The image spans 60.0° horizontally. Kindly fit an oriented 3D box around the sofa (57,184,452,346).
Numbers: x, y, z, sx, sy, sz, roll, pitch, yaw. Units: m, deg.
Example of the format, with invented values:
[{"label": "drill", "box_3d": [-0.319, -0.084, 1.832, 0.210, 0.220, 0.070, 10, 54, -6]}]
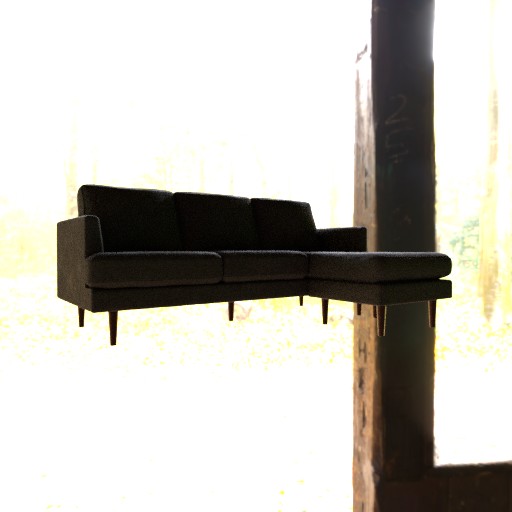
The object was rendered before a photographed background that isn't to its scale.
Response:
[{"label": "sofa", "box_3d": [0.000, 0.000, 2.973, 2.233, 0.956, 1.504, -1, 1, -35]}]
